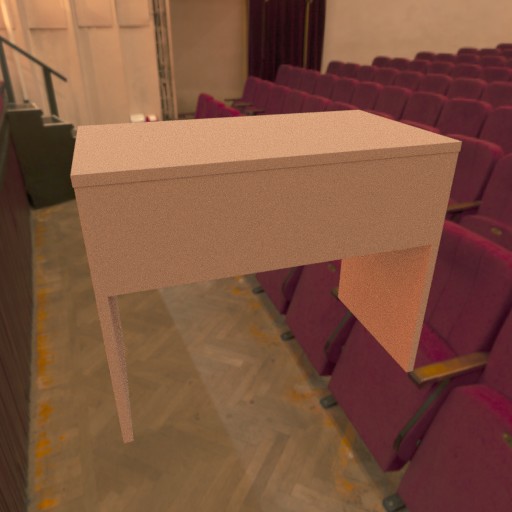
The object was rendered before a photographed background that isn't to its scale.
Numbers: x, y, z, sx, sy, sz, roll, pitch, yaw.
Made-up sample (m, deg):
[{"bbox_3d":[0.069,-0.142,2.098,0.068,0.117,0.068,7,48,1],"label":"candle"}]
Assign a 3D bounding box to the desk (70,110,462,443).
[{"bbox_3d":[0.000,0.000,1.338,0.900,0.729,0.498,-9,28,-16],"label":"desk"}]
